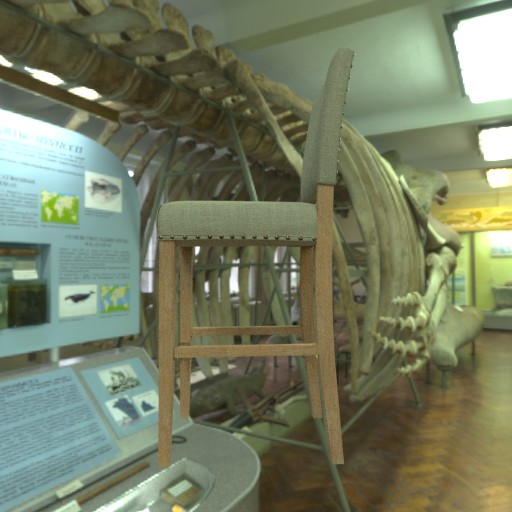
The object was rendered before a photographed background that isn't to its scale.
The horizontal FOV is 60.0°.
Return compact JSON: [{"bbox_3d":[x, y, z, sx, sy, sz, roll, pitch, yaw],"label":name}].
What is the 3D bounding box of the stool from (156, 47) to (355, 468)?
[{"bbox_3d":[0.000,0.000,1.479,0.585,1.203,0.445,0,-1,-1],"label":"stool"}]
